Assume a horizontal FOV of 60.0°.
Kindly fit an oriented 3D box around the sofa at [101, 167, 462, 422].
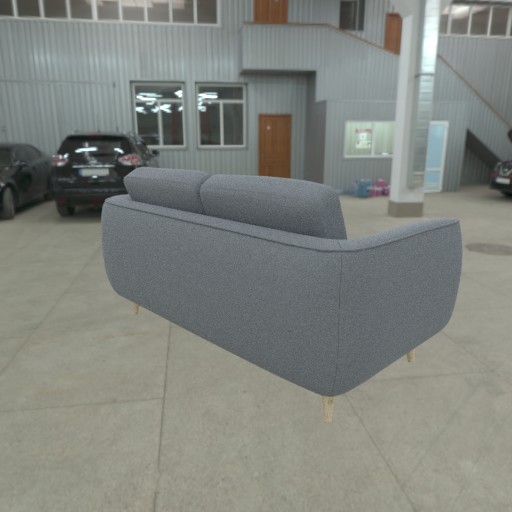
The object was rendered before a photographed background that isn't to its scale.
[{"bbox_3d":[0.000,0.000,2.195,0.920,0.850,1.700,-14,21,-42],"label":"sofa"}]
